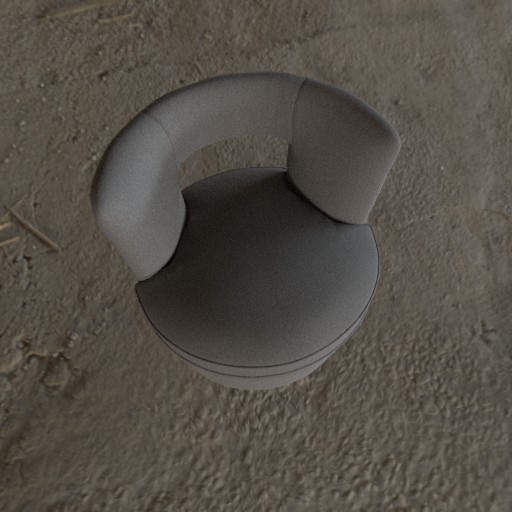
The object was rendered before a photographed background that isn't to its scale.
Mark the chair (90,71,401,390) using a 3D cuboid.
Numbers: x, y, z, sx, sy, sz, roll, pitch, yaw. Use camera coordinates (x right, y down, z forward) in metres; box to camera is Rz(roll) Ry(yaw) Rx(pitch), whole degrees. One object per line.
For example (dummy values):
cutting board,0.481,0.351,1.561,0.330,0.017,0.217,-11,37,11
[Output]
chair,0.000,0.000,1.242,0.689,0.719,0.660,-14,64,-7
